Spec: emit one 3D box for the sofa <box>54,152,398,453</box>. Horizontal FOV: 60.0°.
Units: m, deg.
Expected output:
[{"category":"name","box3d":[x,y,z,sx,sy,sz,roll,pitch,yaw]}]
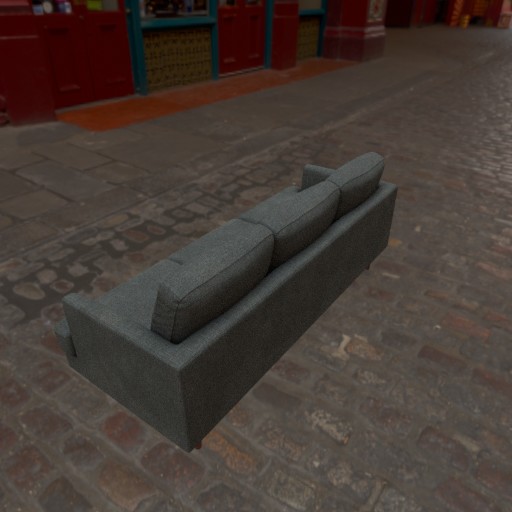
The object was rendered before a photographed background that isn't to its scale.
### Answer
[{"category":"sofa","box3d":[0.000,0.000,2.733,0.903,0.930,2.246,21,37,30]}]
